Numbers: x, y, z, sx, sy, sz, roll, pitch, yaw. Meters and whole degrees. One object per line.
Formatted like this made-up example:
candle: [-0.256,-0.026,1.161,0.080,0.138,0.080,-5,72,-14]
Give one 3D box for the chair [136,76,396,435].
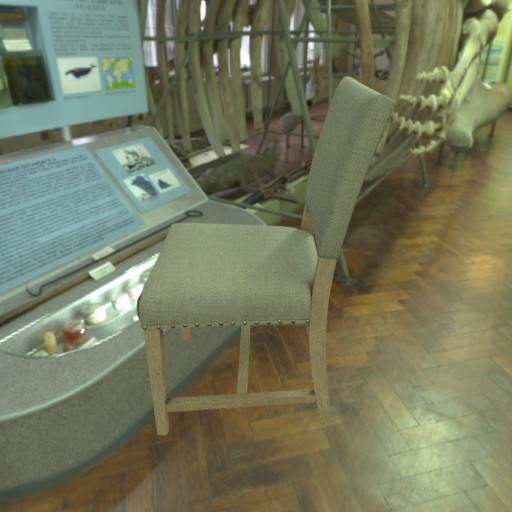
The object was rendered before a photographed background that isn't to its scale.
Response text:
chair: [0.000,0.000,1.356,0.622,0.986,0.508,0,27,1]
